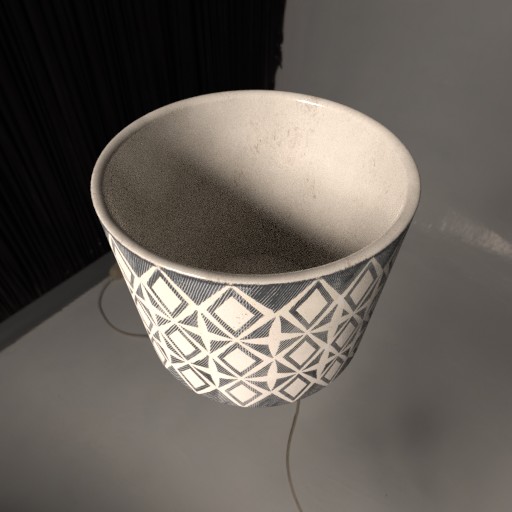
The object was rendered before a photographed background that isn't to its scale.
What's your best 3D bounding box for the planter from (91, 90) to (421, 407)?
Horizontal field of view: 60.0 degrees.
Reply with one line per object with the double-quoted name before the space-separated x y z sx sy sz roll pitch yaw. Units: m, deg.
"planter" 0.000 0.000 0.438 0.260 0.220 0.260 0 46 0
